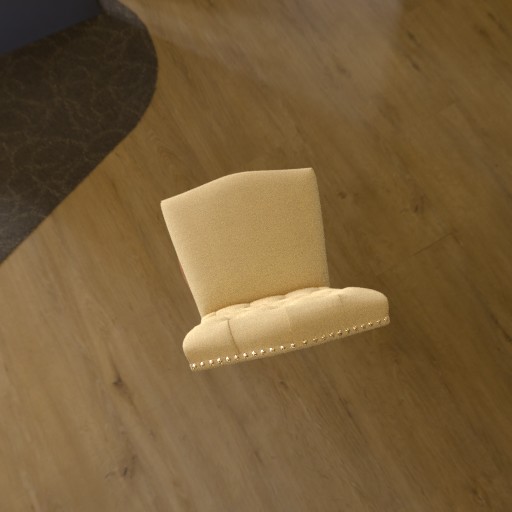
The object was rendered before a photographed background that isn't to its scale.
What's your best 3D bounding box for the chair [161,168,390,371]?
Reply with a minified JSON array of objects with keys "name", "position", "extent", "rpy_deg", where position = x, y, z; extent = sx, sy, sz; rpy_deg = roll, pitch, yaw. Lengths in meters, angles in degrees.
[{"name":"chair","position":[0.000,0.000,1.573],"extent":[0.623,1.165,0.715],"rpy_deg":[-13,76,-3]}]
